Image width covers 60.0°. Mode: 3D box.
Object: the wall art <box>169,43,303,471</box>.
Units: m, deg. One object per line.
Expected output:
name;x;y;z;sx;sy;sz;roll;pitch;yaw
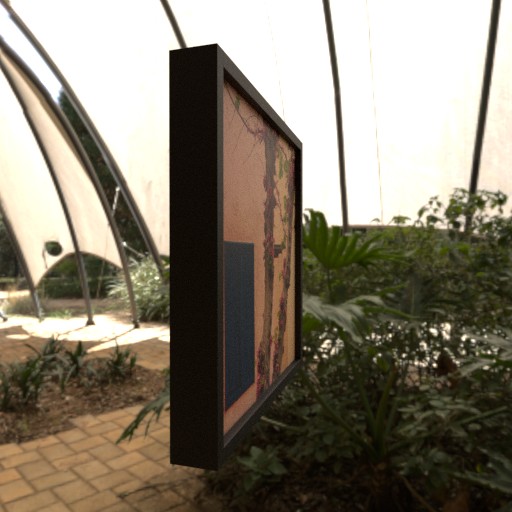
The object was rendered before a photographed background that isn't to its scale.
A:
wall art;0.000;0.000;0.465;0.038;0.304;0.305;0;1;17
